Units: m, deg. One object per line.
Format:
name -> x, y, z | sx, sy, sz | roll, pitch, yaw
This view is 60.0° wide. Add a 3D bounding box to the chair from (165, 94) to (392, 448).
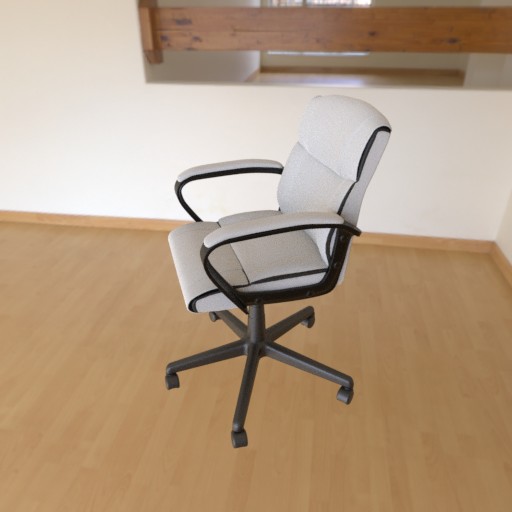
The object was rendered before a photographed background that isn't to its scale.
chair -> 0.000, 0.000, 1.527 | 0.717, 1.004, 0.739 | -8, 30, -14
